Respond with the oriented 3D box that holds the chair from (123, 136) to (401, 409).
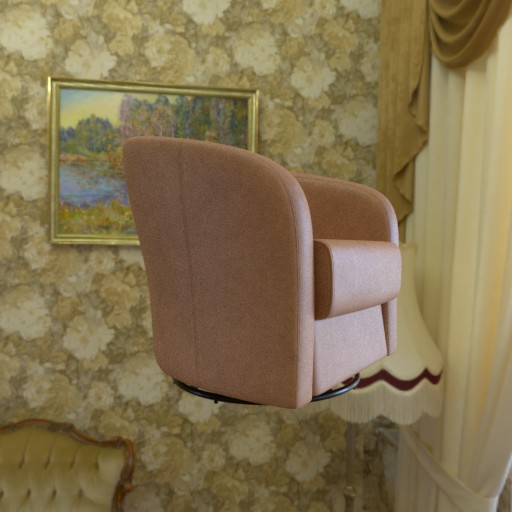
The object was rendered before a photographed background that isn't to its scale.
[{"bbox_3d":[0.000,0.000,1.446,0.815,0.771,0.791,1,1,36],"label":"chair"}]
